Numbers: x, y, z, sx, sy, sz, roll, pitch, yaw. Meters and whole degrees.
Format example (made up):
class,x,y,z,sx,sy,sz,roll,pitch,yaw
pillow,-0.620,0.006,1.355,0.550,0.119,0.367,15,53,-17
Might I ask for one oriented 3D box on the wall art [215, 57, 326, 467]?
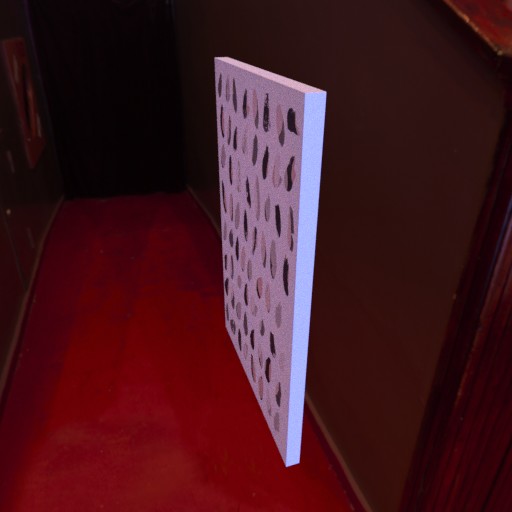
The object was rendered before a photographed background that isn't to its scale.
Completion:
class,x,y,z,sx,sy,sz,roll,pitch,yaw
wall art,0.000,0.000,1.177,0.037,0.916,0.610,-9,30,-16
